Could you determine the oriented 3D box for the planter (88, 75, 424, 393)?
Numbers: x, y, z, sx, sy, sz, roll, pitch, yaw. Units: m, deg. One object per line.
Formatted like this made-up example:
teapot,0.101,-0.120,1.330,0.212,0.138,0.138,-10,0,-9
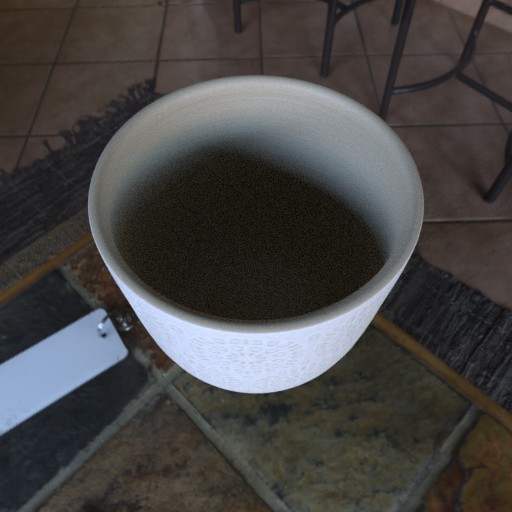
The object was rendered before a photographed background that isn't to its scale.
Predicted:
planter,0.000,0.000,0.292,0.170,0.152,0.170,0,58,0
